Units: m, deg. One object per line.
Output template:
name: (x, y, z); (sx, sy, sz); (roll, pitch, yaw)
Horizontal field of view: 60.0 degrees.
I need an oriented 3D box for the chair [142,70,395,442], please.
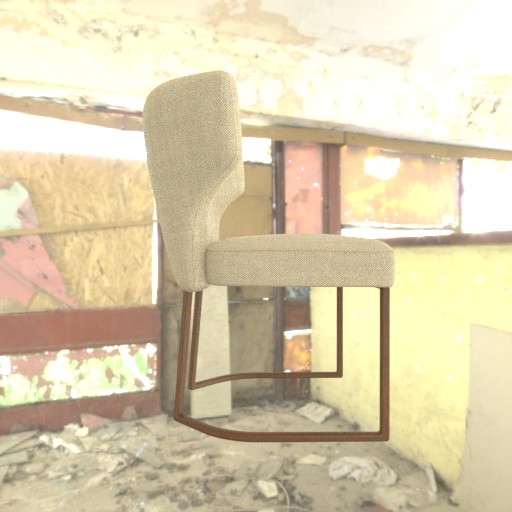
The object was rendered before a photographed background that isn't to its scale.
chair: (0.000, 0.000, 1.237); (0.617, 0.824, 0.611); (0, 1, -1)
